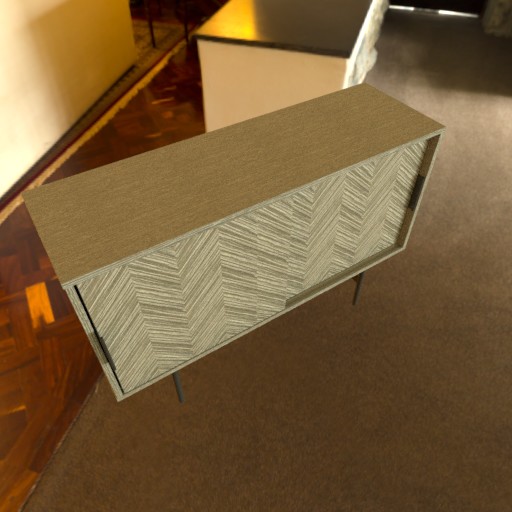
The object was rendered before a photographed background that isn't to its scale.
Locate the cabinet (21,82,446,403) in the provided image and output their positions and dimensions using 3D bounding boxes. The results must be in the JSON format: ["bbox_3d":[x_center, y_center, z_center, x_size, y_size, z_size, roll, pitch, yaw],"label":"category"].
[{"bbox_3d":[0.000,0.000,1.538,1.194,0.787,0.405,-25,51,-22],"label":"cabinet"}]
